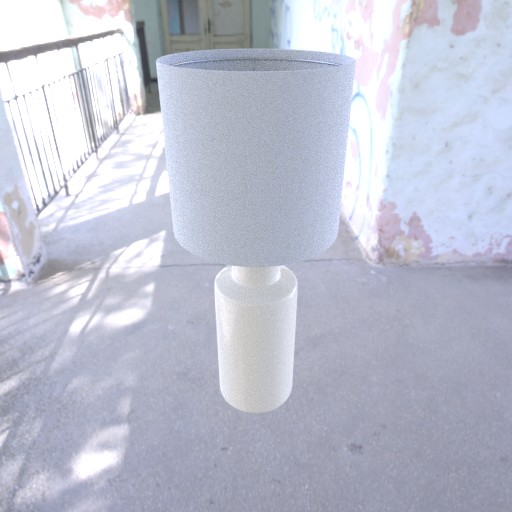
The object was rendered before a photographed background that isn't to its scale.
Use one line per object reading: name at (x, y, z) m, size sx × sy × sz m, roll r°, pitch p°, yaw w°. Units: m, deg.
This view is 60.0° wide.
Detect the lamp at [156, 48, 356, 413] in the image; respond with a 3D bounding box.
lamp at (0.000, 0.000, 0.601) m, size 0.212 × 0.493 × 0.212 m, roll -1°, pitch 30°, yaw -2°
